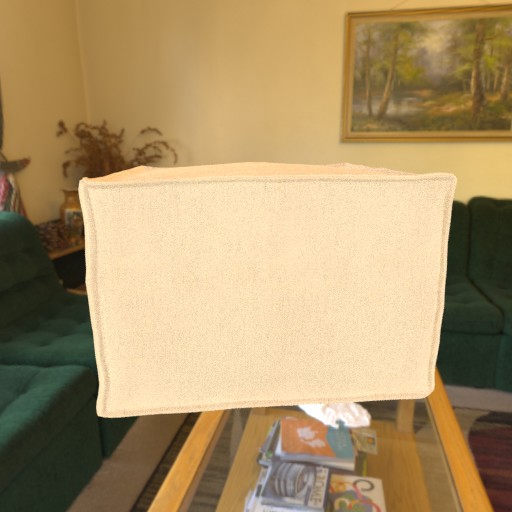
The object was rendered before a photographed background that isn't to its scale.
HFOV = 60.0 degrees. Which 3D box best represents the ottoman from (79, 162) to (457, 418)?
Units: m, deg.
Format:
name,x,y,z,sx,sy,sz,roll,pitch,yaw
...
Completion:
name,x,y,z,sx,sy,sz,roll,pitch,yaw
ottoman,0.000,0.000,1.137,0.707,0.470,0.696,-1,14,-6
